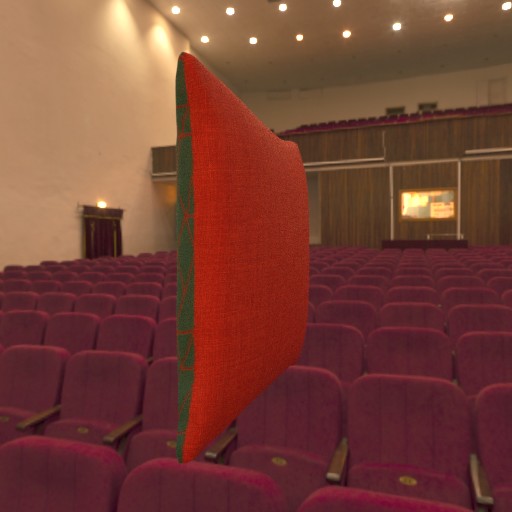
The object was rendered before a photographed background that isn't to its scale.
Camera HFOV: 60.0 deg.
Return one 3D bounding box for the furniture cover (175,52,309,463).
[{"bbox_3d":[0.000,0.000,0.780,0.158,0.508,0.517,0,1,20],"label":"furniture cover"}]
